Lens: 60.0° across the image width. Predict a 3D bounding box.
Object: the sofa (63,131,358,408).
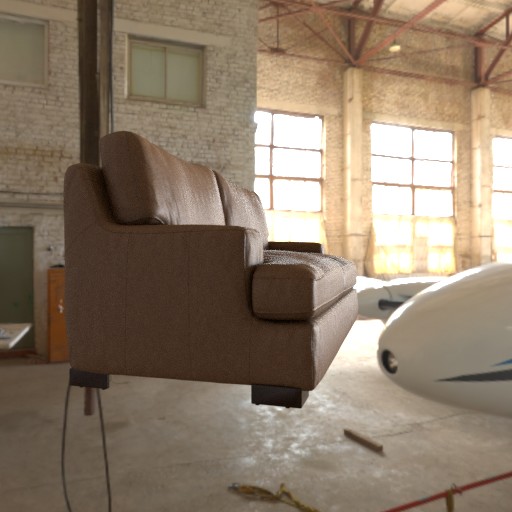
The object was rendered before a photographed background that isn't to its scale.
[{"bbox_3d":[0.000,0.000,2.372,0.962,0.980,1.855,0,0,17],"label":"sofa"}]
